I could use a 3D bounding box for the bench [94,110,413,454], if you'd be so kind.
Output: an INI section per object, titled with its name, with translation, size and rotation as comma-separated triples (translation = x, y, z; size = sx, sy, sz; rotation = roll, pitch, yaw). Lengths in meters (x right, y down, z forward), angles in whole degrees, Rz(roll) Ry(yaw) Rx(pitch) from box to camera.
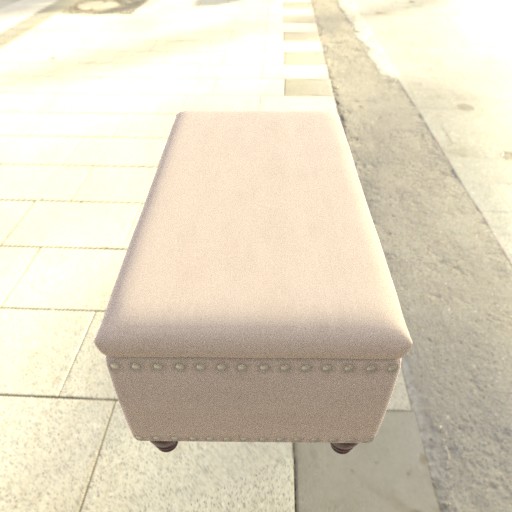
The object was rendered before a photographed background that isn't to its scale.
[bench]
translation = 0.000, 0.000, 1.149
size = 0.500, 0.449, 0.887
rotation = 0, 40, 0
